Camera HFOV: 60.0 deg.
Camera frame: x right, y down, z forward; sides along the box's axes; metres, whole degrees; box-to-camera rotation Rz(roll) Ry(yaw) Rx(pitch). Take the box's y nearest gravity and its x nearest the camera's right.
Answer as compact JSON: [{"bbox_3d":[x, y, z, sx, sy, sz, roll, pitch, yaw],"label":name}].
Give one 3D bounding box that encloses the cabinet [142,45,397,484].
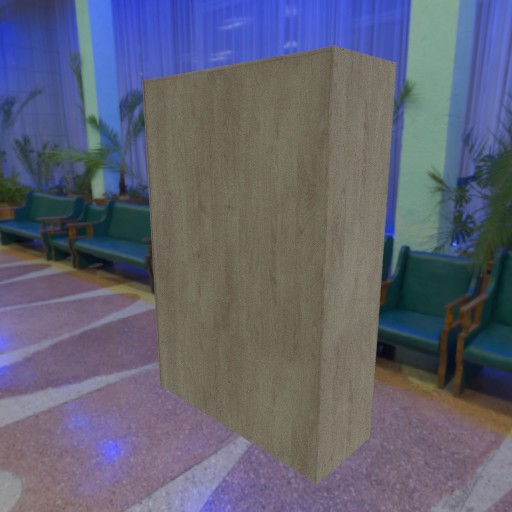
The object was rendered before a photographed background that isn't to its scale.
[{"bbox_3d":[0.000,0.000,2.474,1.290,1.910,0.510,13,19,42],"label":"cabinet"}]
